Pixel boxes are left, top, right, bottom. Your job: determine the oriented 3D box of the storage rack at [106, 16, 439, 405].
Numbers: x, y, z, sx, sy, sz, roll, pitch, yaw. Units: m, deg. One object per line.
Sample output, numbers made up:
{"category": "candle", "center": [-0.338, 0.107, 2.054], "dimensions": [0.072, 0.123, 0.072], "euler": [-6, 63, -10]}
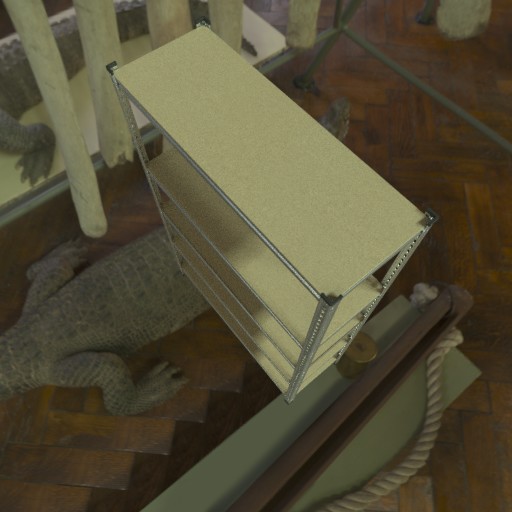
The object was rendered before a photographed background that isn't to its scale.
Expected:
{"category": "storage rack", "center": [0.000, 0.000, 2.312], "dimensions": [0.457, 1.829, 1.219], "euler": [-36, 69, -17]}
